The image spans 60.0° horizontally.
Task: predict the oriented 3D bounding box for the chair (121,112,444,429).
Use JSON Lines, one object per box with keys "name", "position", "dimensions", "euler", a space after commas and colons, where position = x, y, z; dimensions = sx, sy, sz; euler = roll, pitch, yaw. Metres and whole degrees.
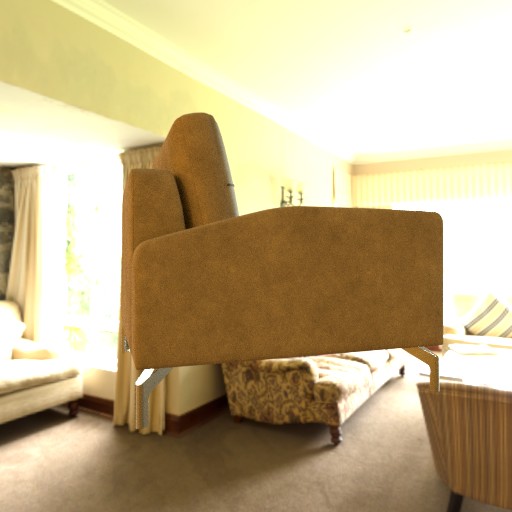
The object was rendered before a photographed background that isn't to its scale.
{"name": "chair", "position": [0.000, 0.000, 1.578], "dimensions": [0.900, 0.800, 0.900], "euler": [0, 0, -19]}
